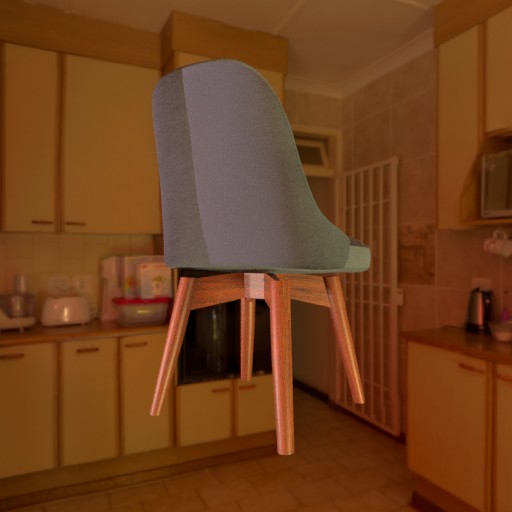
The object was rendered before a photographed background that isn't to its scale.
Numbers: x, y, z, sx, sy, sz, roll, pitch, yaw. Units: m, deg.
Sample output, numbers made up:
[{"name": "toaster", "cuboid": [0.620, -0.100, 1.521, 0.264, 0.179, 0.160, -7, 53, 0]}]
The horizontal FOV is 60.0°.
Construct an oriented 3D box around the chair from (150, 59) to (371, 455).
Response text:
[{"name": "chair", "cuboid": [0.000, 0.000, 1.266, 0.503, 0.882, 0.589, 0, 0, 35]}]
